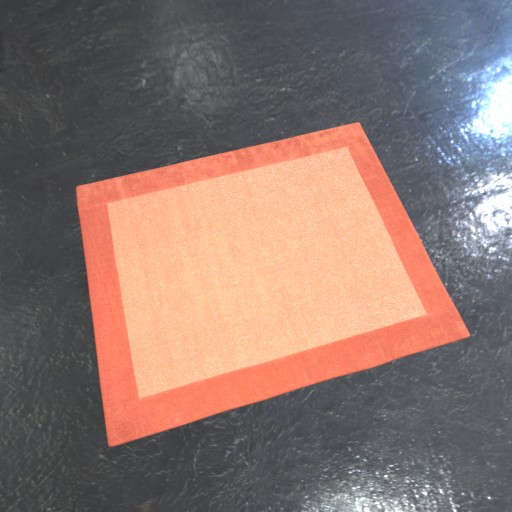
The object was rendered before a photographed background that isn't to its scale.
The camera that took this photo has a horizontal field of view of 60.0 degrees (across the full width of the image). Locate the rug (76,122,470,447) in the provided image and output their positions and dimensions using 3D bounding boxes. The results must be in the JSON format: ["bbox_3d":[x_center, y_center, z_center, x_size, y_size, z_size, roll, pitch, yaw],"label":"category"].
[{"bbox_3d":[0.000,0.000,3.971,2.976,0.018,2.430,-15,64,-7],"label":"rug"}]
